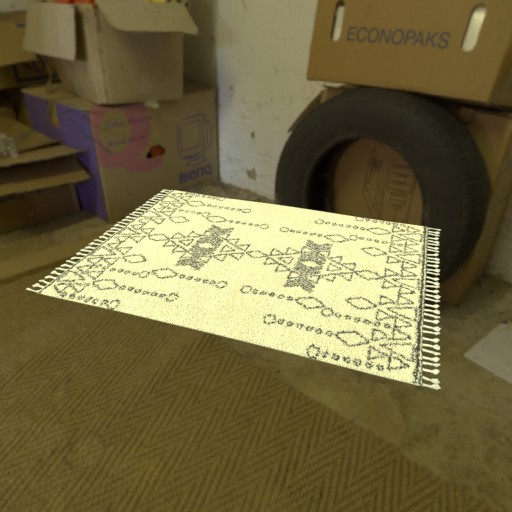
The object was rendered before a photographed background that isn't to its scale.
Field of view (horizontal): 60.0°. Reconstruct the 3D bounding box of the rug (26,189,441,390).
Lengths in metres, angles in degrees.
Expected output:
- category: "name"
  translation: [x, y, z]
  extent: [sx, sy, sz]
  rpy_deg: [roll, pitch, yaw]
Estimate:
- category: "rug"
  translation: [0.000, 0.000, 3.839]
  extent: [3.027, 0.028, 2.125]
  rpy_deg: [10, 33, 16]
